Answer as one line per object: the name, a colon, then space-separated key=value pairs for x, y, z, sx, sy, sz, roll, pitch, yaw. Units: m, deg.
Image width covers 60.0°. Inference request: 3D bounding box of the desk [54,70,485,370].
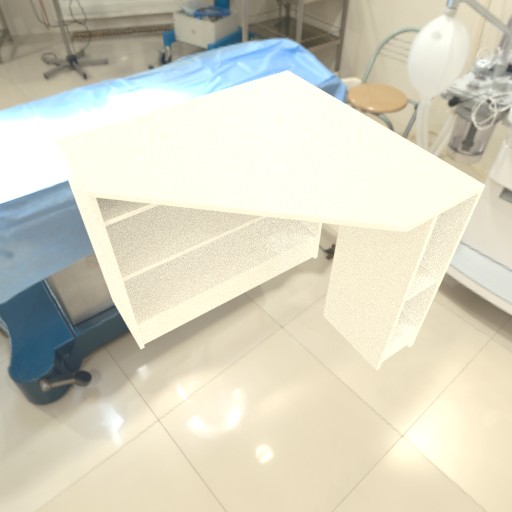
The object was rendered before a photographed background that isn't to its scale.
desk: x=0.000 y=0.000 z=1.629 sx=0.940 sy=0.818 sz=0.926 roll=-26 pitch=51 yaw=-23
